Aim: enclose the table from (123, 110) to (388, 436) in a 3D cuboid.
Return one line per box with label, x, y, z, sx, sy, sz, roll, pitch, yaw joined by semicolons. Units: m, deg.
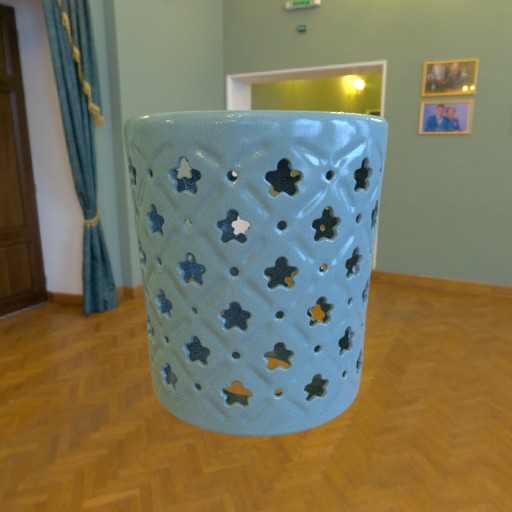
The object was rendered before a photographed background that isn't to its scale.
table;0.000;0.000;0.651;0.352;0.387;0.352;0;14;0
